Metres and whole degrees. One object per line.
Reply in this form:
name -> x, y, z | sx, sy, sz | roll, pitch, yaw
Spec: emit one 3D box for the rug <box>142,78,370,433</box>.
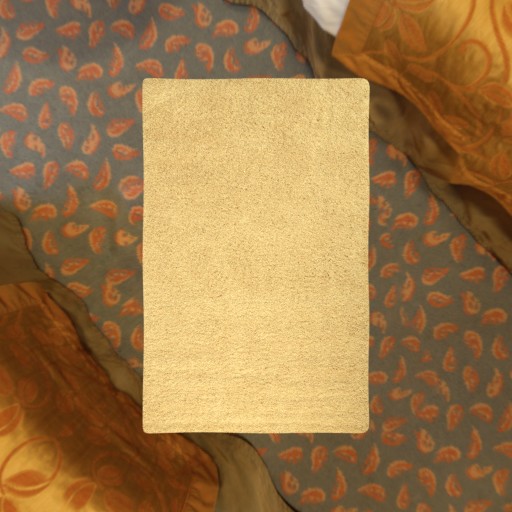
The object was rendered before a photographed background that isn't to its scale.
rug -> 0.000, 0.000, 2.940 | 1.500, 0.025, 2.349 | 0, 90, 0
